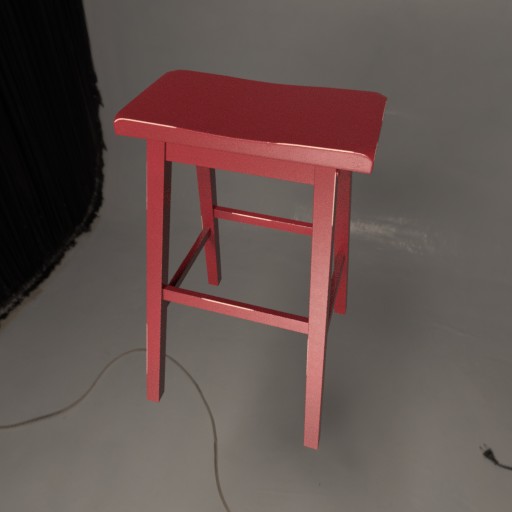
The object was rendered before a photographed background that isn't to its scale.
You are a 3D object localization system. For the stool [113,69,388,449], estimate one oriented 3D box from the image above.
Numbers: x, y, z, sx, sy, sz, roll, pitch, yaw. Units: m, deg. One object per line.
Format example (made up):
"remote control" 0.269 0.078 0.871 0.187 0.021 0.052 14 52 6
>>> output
"stool" 0.000 0.000 1.042 0.457 0.737 0.476 12 44 12
